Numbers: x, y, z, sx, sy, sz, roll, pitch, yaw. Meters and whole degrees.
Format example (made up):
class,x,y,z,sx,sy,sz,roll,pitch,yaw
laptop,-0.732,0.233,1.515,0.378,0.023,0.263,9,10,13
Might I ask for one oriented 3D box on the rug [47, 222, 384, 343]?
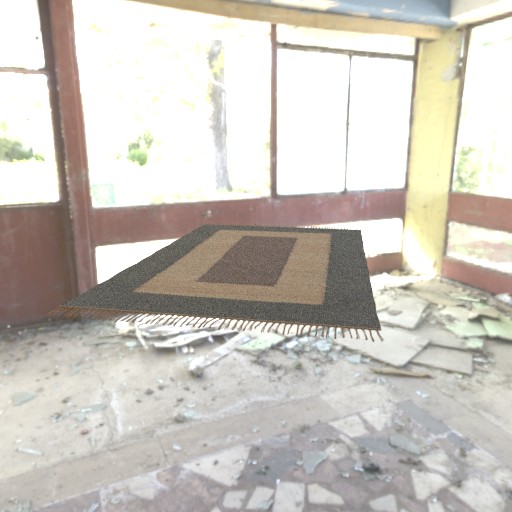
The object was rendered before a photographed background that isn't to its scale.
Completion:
class,x,y,z,sx,sy,sz,roll,pitch,yaw
rug,0.000,0.000,1.873,0.920,0.013,1.541,3,14,11
